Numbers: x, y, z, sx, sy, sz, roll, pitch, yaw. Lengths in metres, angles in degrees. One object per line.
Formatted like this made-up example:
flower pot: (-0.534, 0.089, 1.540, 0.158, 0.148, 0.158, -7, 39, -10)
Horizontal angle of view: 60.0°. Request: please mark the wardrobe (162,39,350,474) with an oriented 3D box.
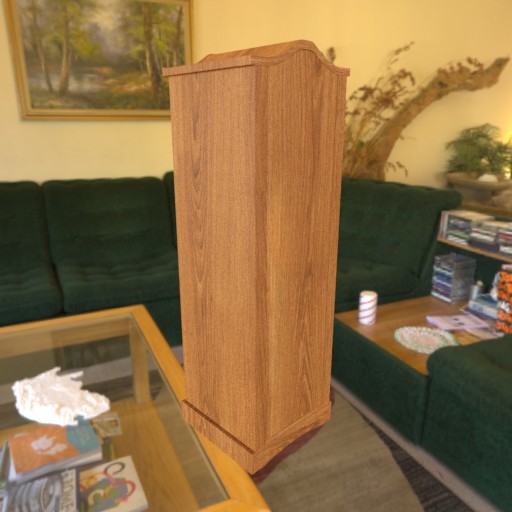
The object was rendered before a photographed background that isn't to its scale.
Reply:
wardrobe: (0.000, 0.000, 2.173, 0.590, 1.870, 0.570, -15, 22, -41)
